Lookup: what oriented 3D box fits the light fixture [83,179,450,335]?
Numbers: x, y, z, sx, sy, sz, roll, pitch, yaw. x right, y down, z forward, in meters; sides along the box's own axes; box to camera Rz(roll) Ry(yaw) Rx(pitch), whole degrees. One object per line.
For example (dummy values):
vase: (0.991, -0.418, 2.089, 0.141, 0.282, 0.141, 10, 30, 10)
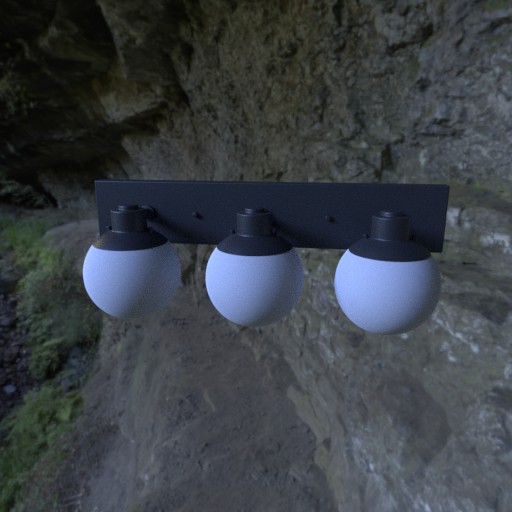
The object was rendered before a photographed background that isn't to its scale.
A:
light fixture: (0.000, 0.000, 0.851, 0.721, 0.263, 0.218, 2, 15, 8)
